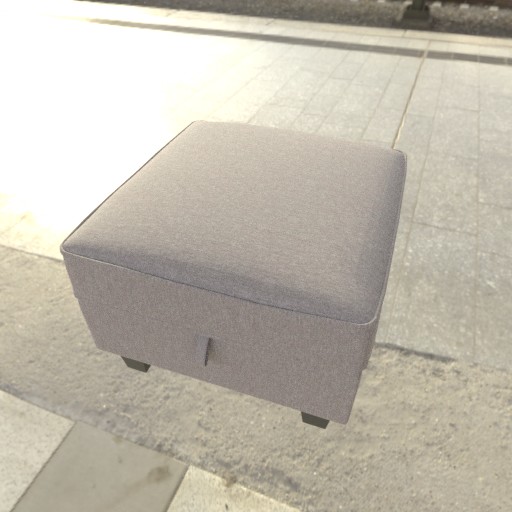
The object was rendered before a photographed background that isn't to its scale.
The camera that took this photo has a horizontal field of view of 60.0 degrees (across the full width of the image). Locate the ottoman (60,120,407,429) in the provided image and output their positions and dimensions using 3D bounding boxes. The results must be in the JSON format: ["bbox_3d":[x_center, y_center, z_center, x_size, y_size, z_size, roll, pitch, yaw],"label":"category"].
[{"bbox_3d":[0.000,0.000,1.422,0.808,0.612,0.871,13,42,14],"label":"ottoman"}]
